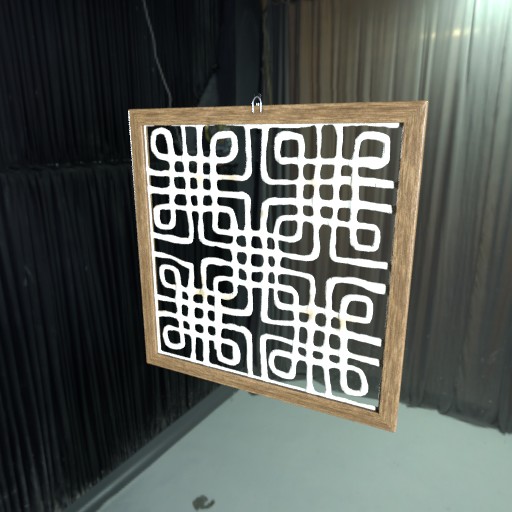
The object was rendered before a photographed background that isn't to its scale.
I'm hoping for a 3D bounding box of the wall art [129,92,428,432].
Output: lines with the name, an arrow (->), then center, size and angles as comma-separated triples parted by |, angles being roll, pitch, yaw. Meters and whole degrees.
wall art -> 0.000, 0.000, 0.840 | 0.561, 0.582, 0.021 | 8, 17, 26
